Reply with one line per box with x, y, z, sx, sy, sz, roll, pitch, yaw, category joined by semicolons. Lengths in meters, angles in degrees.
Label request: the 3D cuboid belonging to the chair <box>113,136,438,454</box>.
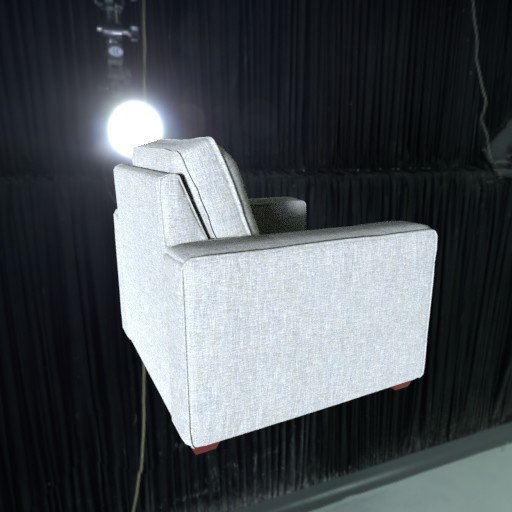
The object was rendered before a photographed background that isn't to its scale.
0.000;0.000;1.771;0.940;0.914;1.016;-7;16;-26;chair
